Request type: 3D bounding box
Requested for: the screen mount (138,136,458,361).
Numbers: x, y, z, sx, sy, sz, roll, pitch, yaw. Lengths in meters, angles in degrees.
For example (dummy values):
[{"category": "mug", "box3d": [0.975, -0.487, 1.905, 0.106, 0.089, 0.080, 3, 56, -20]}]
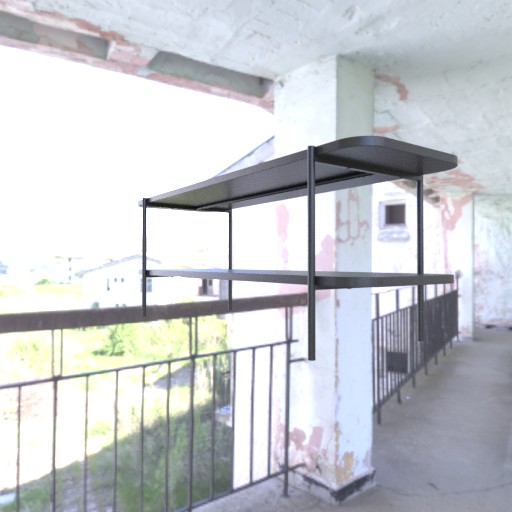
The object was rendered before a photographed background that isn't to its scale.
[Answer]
[{"category": "screen mount", "box3d": [0.000, 0.000, 1.416, 0.400, 0.447, 1.200, 1, -1, -36]}]
